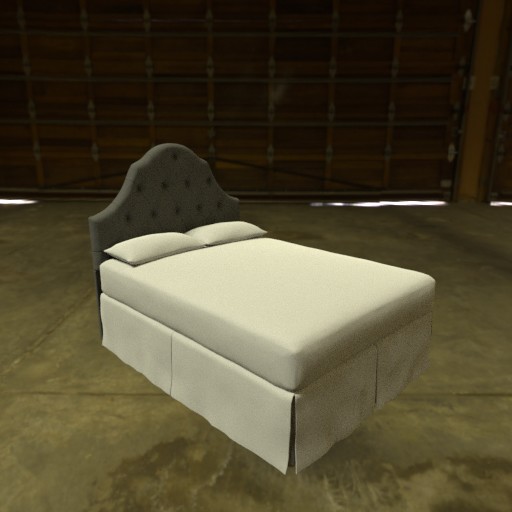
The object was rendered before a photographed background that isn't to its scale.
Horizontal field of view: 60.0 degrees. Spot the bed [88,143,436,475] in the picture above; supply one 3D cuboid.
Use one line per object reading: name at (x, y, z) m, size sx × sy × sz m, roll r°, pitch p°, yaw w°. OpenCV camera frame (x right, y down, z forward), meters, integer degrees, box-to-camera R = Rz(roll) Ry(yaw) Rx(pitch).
bed at (0.000, 0.000, 3.265) m, size 1.636 × 1.575 × 2.155 m, roll -15°, pitch 21°, yaw -43°
